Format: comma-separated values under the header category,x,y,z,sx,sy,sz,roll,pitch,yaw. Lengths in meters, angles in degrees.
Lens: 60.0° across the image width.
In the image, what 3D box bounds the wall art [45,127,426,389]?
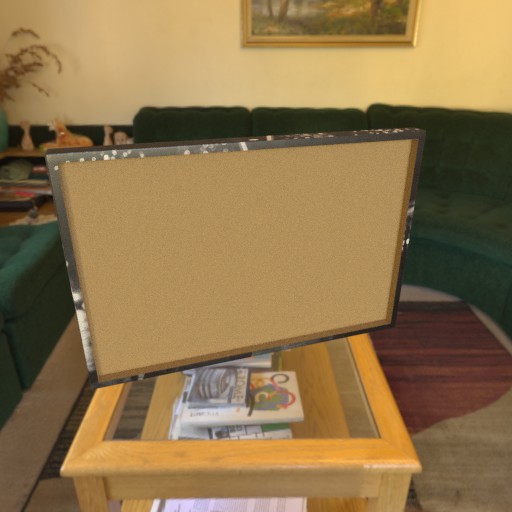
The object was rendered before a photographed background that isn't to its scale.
category,x,y,z,sx,sy,sz,roll,pitch,yaw
wall art,0.000,0.000,0.781,0.609,0.406,0.037,-8,26,-16
